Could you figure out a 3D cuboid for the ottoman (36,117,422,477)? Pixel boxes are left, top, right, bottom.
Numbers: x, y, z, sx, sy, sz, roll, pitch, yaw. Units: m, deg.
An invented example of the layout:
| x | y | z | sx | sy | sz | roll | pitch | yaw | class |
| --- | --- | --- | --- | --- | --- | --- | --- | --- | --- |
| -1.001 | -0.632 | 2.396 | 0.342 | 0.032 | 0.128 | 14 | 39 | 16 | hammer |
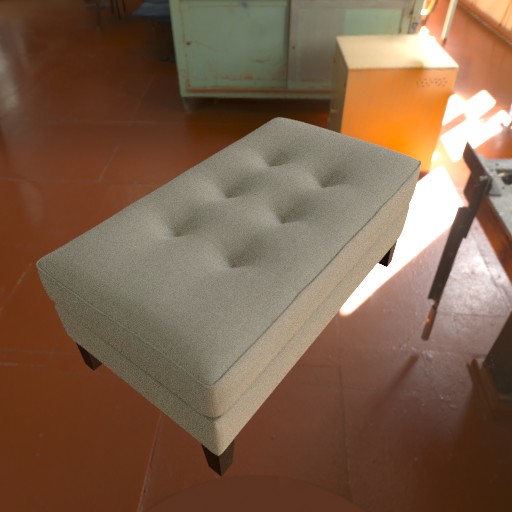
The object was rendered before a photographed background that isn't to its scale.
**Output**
| x | y | z | sx | sy | sz | roll | pitch | yaw | class |
| --- | --- | --- | --- | --- | --- | --- | --- | --- | --- |
| 0.000 | 0.000 | 1.494 | 0.648 | 0.508 | 1.143 | 27 | 49 | 27 | ottoman |
